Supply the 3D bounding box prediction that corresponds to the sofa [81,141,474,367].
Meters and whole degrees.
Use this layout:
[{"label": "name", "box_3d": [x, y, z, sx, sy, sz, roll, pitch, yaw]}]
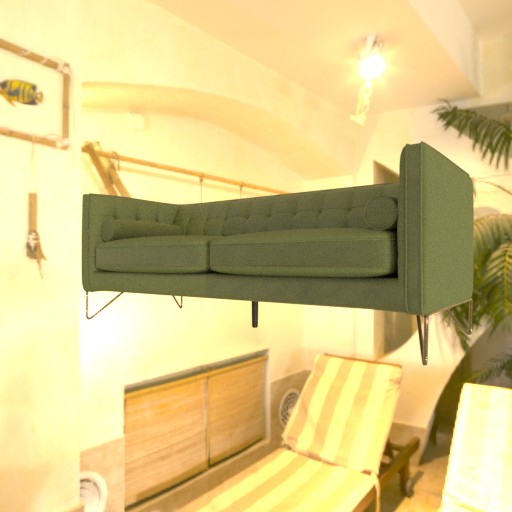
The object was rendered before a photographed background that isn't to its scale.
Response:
[{"label": "sofa", "box_3d": [0.000, 0.000, 2.451, 2.087, 0.789, 0.867, 0, -1, 37]}]
